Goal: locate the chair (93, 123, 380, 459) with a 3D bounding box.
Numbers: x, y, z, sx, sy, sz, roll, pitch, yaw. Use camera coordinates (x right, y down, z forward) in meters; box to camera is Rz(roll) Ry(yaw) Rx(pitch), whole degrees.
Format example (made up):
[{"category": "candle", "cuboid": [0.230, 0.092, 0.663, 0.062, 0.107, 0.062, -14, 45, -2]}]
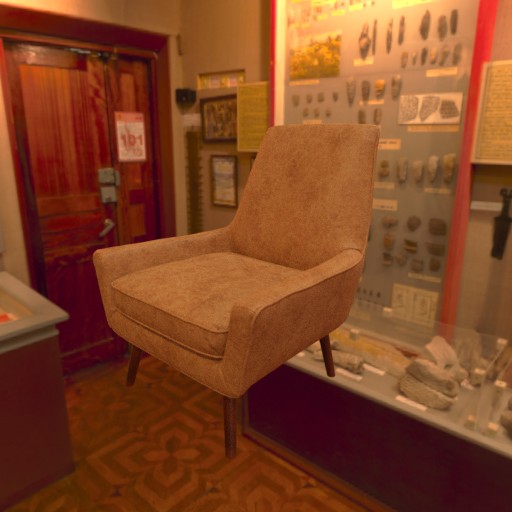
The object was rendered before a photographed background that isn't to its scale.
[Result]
[{"category": "chair", "cuboid": [0.000, 0.000, 1.526, 0.753, 0.883, 0.851, 14, 21, 41]}]
